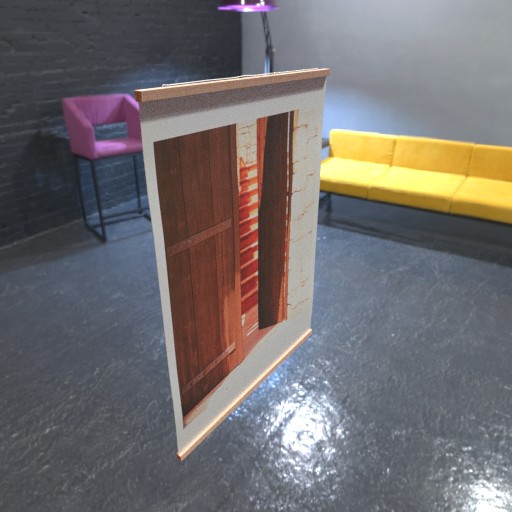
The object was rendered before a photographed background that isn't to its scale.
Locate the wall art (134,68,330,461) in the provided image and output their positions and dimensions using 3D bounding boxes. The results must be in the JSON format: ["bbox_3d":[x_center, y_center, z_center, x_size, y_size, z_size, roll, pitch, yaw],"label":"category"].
[{"bbox_3d":[0.000,0.000,1.331,0.020,1.013,0.758,18,32,32],"label":"wall art"}]
